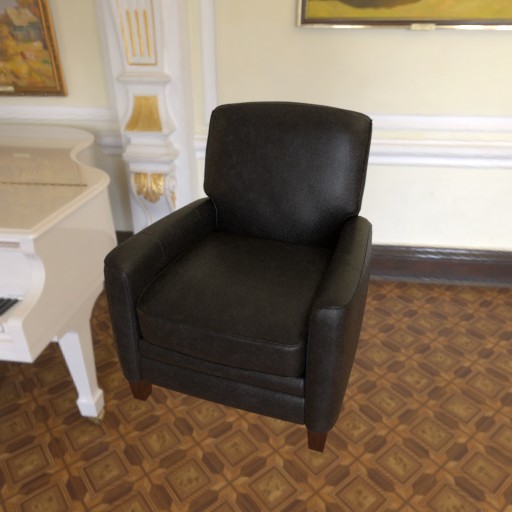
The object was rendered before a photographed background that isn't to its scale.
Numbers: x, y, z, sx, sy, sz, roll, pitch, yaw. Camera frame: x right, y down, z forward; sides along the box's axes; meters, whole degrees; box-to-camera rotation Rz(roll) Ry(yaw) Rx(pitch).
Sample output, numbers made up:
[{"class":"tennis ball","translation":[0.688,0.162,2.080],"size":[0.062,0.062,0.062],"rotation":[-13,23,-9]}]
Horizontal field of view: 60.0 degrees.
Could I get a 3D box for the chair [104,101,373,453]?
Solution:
[{"class":"chair","translation":[0.000,0.000,1.690],"size":[0.848,1.014,0.864],"rotation":[9,29,17]}]
